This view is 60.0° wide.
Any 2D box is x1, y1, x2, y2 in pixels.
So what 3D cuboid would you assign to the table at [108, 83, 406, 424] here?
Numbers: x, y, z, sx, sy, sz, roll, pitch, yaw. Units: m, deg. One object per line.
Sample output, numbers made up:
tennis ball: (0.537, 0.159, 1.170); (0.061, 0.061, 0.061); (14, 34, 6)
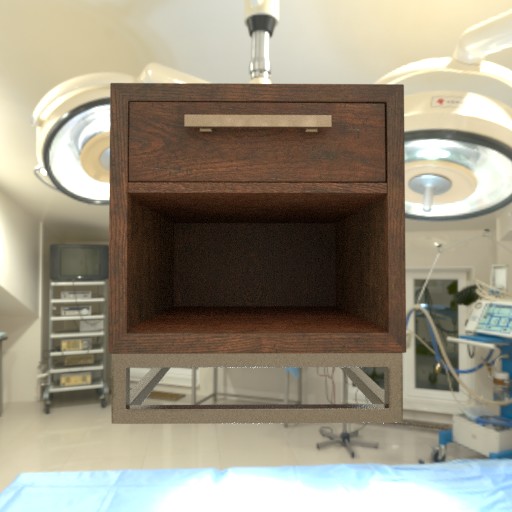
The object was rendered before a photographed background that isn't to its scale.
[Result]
table: (0.000, 0.000, 1.012); (0.506, 0.582, 0.566); (0, -2, -1)
